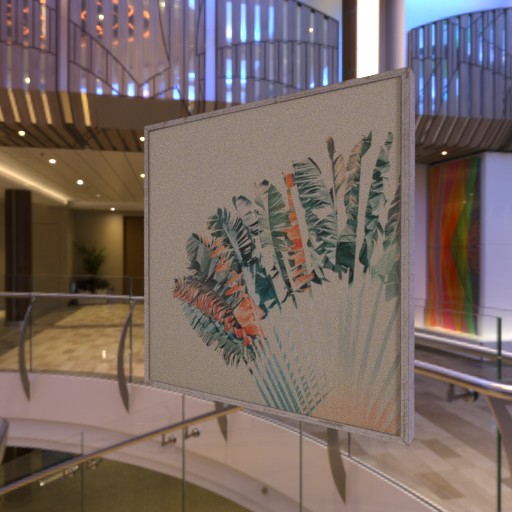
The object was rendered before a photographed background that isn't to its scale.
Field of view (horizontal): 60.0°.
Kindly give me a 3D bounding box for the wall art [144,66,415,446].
[{"bbox_3d":[0.000,0.000,0.742,0.508,0.506,0.029,0,0,34],"label":"wall art"}]
